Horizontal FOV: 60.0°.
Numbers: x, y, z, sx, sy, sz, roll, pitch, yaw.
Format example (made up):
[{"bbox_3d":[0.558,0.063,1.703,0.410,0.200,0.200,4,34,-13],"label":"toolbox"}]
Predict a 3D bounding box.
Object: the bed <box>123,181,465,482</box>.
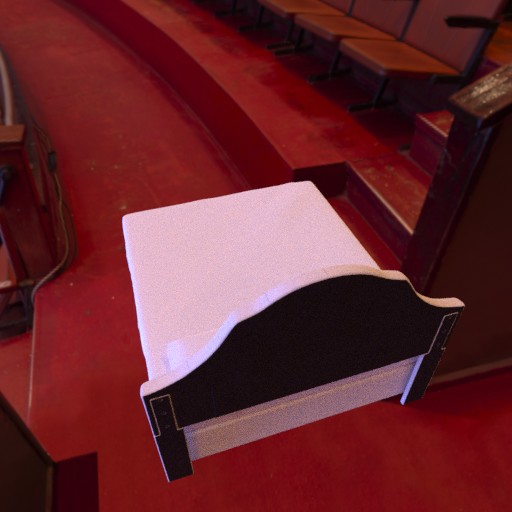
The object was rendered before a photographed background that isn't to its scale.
[{"bbox_3d":[0.000,0.000,3.419,2.008,1.615,2.214,-12,43,-14],"label":"bed"}]
